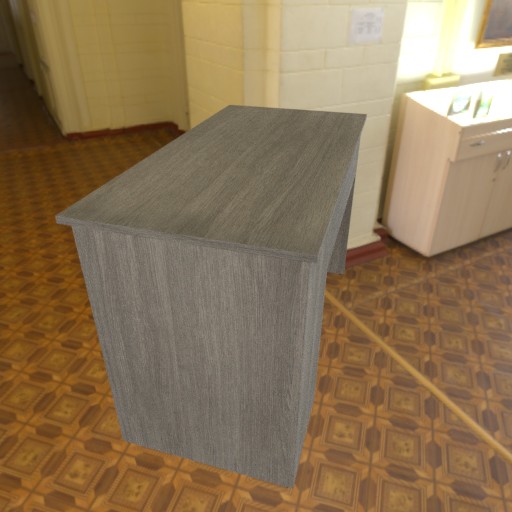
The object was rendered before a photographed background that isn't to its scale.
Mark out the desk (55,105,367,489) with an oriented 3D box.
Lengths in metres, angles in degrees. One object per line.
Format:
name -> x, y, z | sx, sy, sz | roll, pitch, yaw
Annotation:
desk -> 0.000, 0.000, 1.509 | 0.560, 0.735, 1.097 | 9, 32, 14
